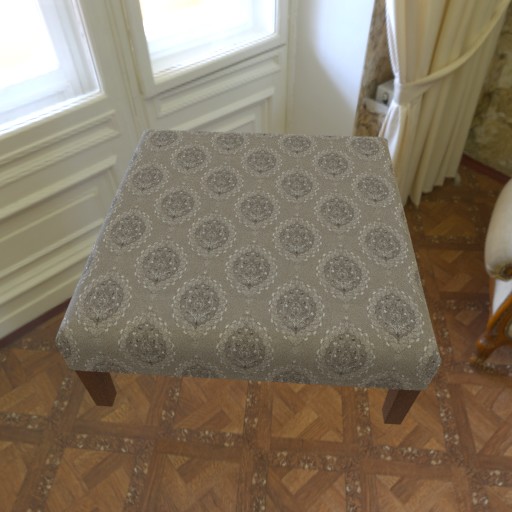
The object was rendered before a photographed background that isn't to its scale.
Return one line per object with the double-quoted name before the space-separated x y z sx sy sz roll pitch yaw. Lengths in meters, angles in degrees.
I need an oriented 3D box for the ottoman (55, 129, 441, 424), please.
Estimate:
"ottoman" 0.000 0.000 1.411 0.889 0.411 0.890 3 47 2
